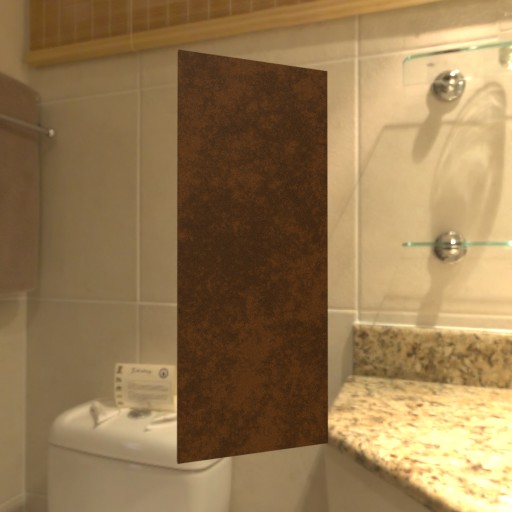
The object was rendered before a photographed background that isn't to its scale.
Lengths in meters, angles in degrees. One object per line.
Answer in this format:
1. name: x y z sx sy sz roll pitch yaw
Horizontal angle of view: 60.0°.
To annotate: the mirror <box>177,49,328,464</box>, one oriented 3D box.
1. mirror: 0.000 0.000 2.311 0.812 2.031 0.032 0 -1 -18
